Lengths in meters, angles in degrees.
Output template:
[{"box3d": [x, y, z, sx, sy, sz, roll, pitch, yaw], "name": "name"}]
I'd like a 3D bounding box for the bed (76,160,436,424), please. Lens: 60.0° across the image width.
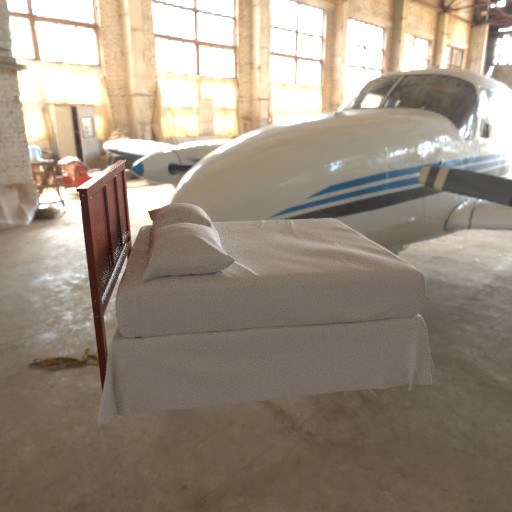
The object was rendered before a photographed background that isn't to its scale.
[{"box3d": [0.000, 0.000, 3.246, 2.050, 1.270, 1.870, -3, 17, -9], "name": "bed"}]
